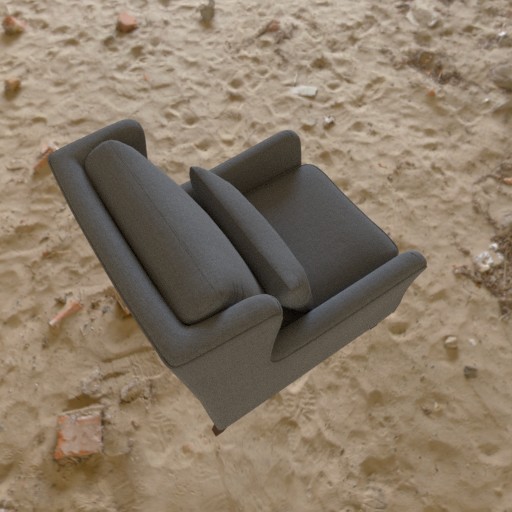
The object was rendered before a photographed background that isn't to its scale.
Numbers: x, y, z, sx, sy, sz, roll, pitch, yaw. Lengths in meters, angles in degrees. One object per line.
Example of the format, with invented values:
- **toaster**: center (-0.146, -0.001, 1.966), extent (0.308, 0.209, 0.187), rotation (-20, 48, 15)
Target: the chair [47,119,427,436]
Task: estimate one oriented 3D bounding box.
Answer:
- **chair**: center (0.000, 0.000, 1.741), extent (1.040, 1.056, 0.866), rotation (-30, 62, -17)
